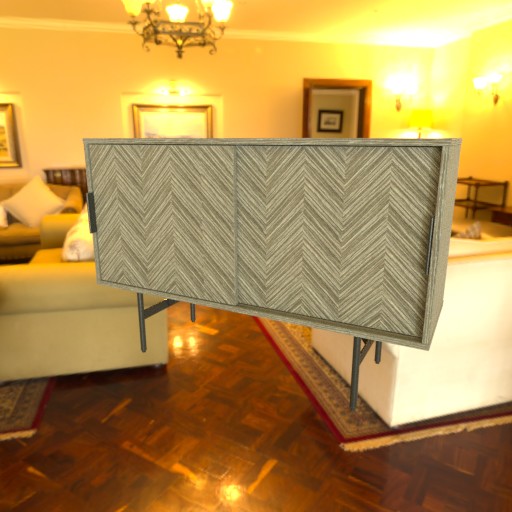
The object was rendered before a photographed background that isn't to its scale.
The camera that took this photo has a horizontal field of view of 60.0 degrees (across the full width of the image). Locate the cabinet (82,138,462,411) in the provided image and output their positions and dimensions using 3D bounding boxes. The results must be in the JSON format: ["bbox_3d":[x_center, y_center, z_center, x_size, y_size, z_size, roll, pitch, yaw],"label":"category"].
[{"bbox_3d":[0.000,0.000,1.531,1.194,0.787,0.405,8,17,27],"label":"cabinet"}]
